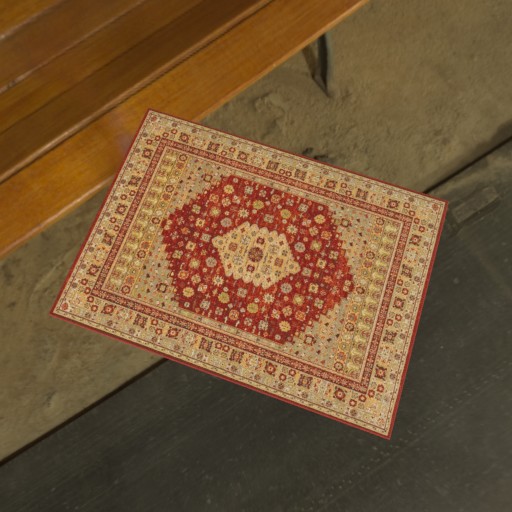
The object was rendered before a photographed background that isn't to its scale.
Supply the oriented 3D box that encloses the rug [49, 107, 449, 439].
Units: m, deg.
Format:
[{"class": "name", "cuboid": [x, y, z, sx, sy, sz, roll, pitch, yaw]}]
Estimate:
[{"class": "rug", "cuboid": [0.000, 0.000, 2.900, 2.211, 0.013, 1.593, 19, 75, 5]}]
